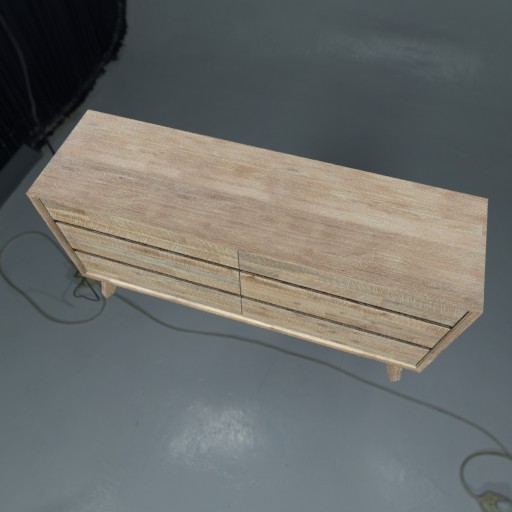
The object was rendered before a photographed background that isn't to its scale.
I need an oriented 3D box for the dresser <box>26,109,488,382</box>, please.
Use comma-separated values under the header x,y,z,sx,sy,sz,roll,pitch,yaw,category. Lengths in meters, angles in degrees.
x,y,z,sx,sy,sz,roll,pitch,yaw,category
0.000,0.000,1.896,1.554,0.805,0.455,15,60,9,dresser
